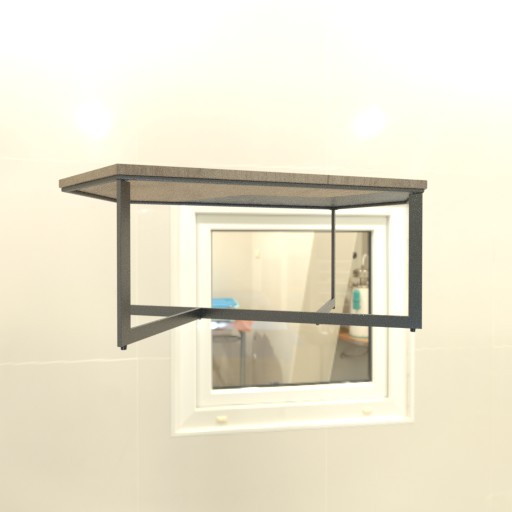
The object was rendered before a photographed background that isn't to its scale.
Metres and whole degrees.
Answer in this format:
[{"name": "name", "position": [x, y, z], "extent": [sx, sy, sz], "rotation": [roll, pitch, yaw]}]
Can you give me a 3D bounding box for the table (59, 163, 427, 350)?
[{"name": "table", "position": [0.000, 0.000, 1.491], "extent": [1.219, 0.457, 0.609], "rotation": [0, 1, -17]}]
